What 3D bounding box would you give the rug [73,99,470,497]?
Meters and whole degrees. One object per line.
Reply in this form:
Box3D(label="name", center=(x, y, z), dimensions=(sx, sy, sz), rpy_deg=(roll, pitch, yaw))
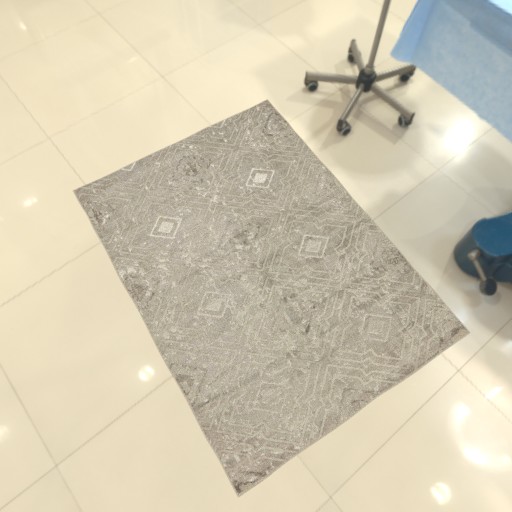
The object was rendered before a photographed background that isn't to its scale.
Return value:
Box3D(label="rug", center=(0.000, 0.000, 4.314), dimensions=(2.448, 0.020, 3.359), rpy_deg=(-29, 67, -14))
